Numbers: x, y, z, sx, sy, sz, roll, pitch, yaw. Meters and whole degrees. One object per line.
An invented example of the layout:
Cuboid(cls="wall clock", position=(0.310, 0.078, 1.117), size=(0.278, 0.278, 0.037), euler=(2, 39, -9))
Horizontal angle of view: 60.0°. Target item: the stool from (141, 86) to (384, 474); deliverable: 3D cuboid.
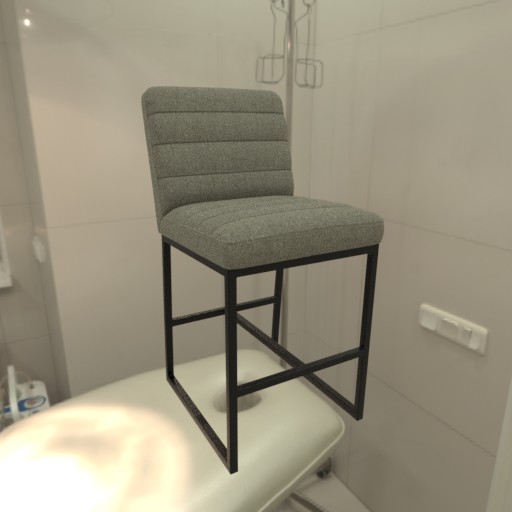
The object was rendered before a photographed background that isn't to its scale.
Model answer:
Cuboid(cls="stool", position=(0.000, 0.000, 1.283), size=(0.460, 0.940, 0.560), euler=(-9, 19, -28))
